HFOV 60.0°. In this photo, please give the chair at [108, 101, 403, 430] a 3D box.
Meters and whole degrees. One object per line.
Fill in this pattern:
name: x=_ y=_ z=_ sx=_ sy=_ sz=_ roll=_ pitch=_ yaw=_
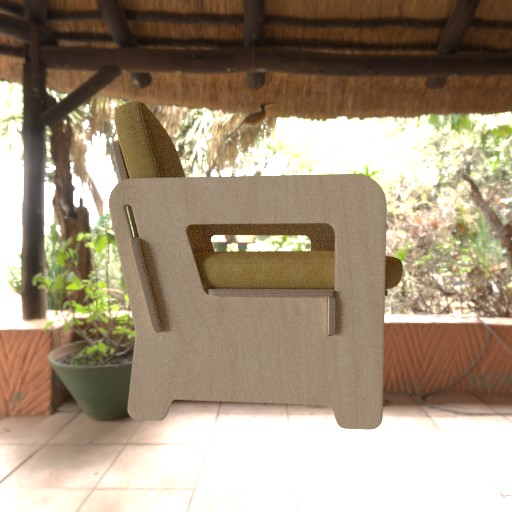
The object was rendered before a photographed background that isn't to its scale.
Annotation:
chair: x=0.000 y=0.000 z=1.276 sx=0.710 sy=0.800 sz=0.590 roll=0 pitch=0 yaw=1
